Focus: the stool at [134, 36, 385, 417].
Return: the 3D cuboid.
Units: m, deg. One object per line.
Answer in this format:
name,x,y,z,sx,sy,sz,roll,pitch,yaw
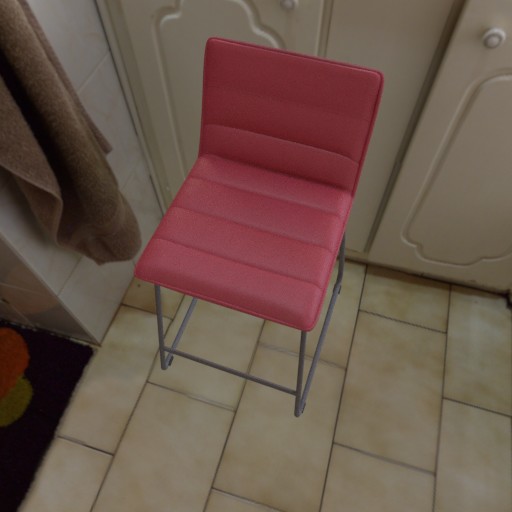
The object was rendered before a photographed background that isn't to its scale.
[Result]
stool,0.000,0.000,1.155,0.489,0.866,0.524,16,59,10
